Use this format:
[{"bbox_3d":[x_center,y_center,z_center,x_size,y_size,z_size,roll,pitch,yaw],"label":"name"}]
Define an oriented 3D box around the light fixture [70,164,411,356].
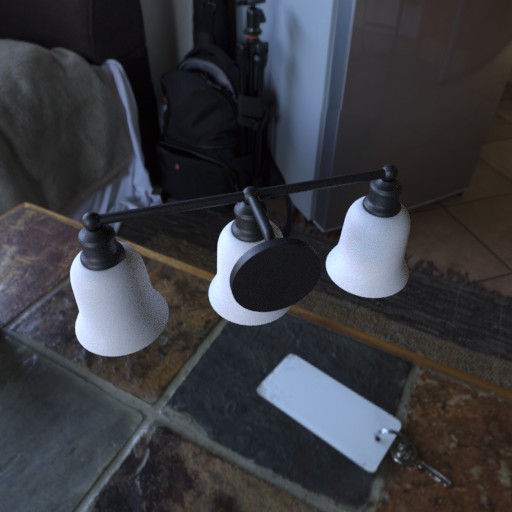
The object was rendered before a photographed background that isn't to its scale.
[{"bbox_3d":[0.000,0.000,0.657,0.570,0.211,0.198,-11,44,-11],"label":"light fixture"}]
